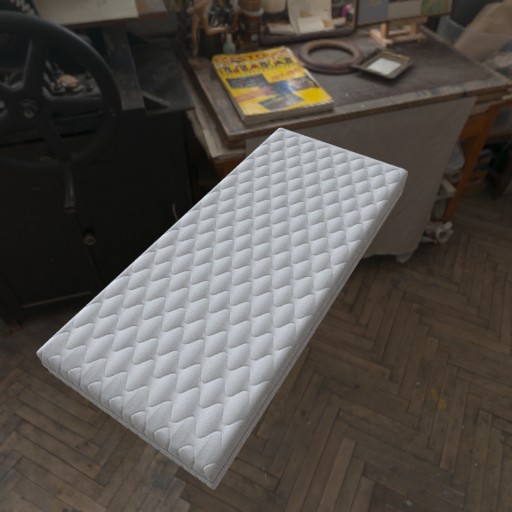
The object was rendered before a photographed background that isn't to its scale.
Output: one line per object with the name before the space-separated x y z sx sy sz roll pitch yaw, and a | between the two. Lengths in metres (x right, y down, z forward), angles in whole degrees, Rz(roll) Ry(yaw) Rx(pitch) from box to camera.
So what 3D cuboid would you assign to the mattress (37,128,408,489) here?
mattress | 0.000 0.000 2.286 0.900 0.200 2.000 25 53 21
